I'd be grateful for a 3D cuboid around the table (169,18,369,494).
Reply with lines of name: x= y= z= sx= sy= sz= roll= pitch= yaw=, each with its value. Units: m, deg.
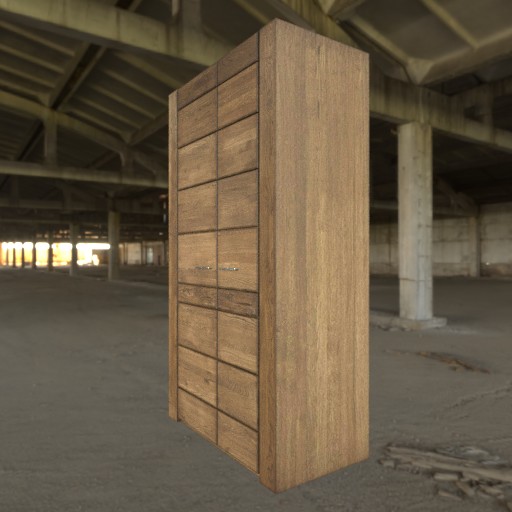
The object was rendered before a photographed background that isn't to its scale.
table: x=0.000 y=0.000 z=2.469 sx=0.600 sy=2.000 sz=1.100 roll=0 pitch=0 yaw=-35
